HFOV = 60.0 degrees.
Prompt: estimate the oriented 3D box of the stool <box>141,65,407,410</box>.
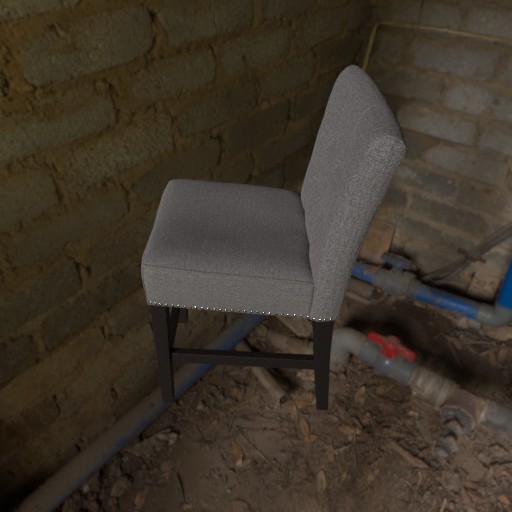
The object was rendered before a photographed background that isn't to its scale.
[{"bbox_3d":[0.000,0.000,1.208,0.571,0.885,0.427,0,40,0],"label":"stool"}]
